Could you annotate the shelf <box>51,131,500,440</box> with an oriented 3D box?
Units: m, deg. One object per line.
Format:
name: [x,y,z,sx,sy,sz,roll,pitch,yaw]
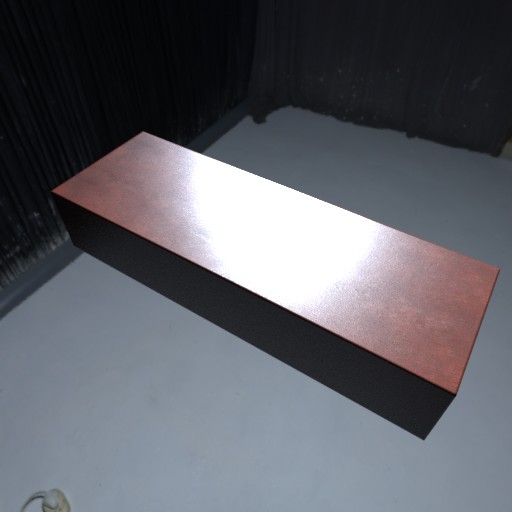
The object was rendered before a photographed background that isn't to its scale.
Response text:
shelf: [0.000,0.000,0.496,0.457,0.088,0.152,25,51,22]
